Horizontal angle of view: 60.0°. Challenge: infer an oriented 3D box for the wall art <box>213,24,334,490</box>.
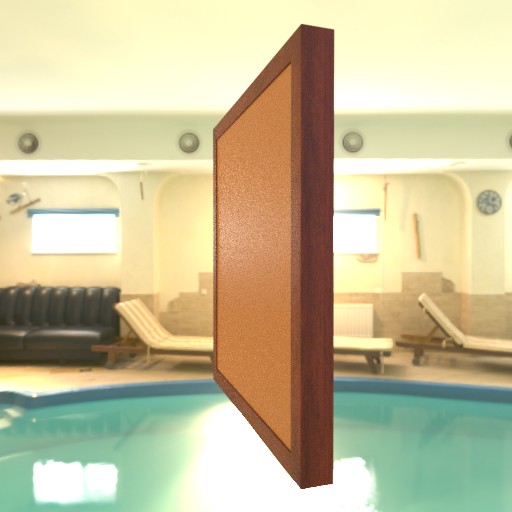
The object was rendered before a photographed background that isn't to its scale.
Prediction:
[{"bbox_3d":[0.000,0.000,0.524,0.030,0.381,0.330,0,1,-18],"label":"wall art"}]
